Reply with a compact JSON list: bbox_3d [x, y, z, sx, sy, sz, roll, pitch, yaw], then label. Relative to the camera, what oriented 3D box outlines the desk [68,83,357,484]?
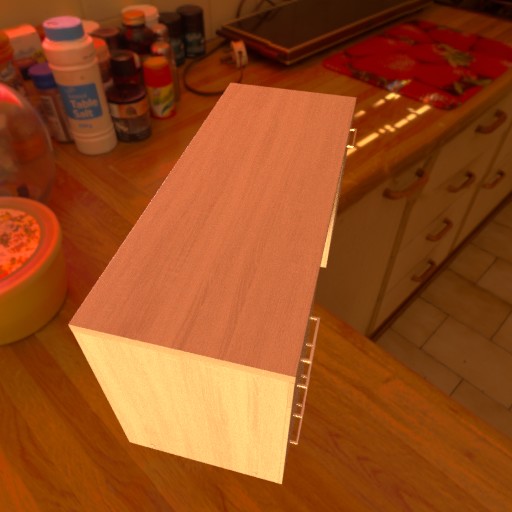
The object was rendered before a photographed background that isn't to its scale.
[{"bbox_3d":[0.000,0.000,1.775,0.600,0.740,1.390,11,47,10],"label":"desk"}]
